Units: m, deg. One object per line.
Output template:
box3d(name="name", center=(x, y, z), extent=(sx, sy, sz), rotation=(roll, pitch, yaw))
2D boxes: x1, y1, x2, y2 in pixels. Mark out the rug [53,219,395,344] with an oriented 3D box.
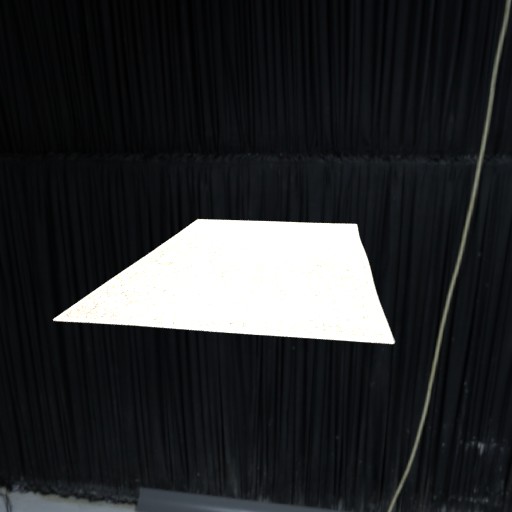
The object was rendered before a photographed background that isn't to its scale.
box3d(name="rug", center=(0.000, 0.000, 3.084), extent=(1.529, 0.012, 2.435), rotation=(2, 16, 8))
